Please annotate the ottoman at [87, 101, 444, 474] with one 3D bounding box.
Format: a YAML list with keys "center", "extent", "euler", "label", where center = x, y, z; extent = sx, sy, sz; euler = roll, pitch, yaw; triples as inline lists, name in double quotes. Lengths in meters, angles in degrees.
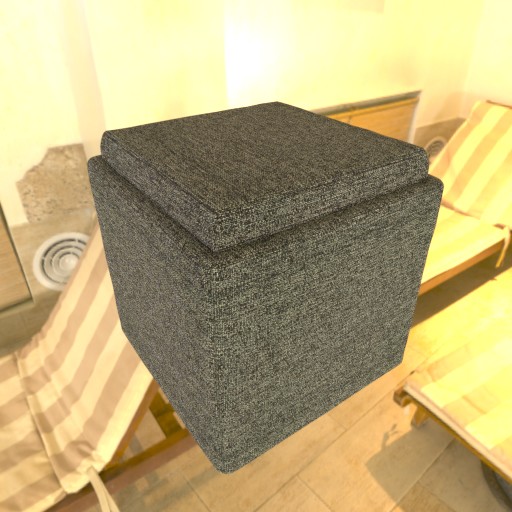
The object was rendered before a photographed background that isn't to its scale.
- center: [0.000, 0.000, 0.838]
  extent: [0.450, 0.463, 0.450]
  euler: [-21, 38, -29]
  label: "ottoman"
